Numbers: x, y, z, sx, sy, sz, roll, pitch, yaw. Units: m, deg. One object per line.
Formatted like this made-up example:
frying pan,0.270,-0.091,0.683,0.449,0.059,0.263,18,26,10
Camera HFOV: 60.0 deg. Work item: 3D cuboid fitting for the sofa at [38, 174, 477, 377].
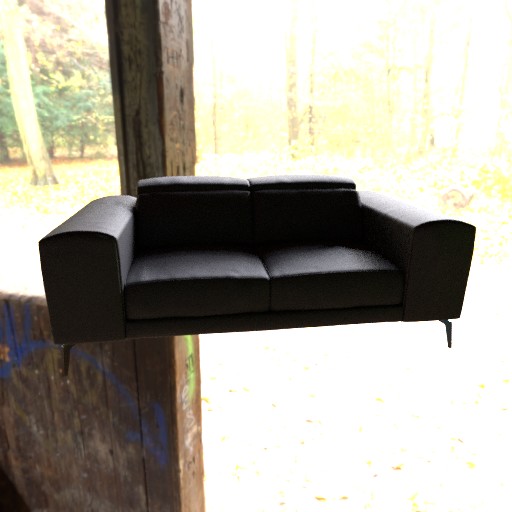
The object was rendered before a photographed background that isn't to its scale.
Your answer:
sofa,0.000,0.000,2.379,1.895,0.779,1.003,-2,16,-8
